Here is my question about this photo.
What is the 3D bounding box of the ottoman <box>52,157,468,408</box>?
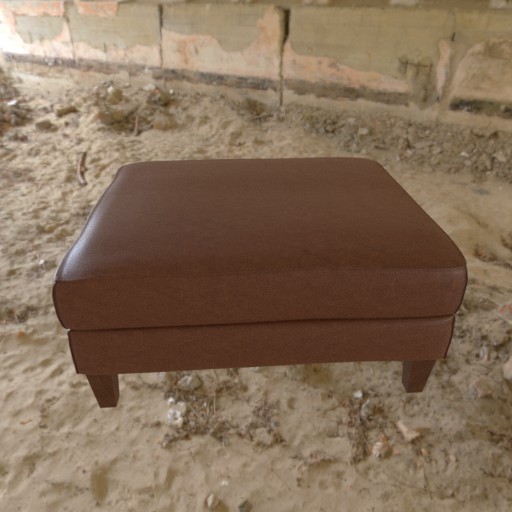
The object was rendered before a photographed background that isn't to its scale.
[{"bbox_3d":[0.000,0.000,1.442,0.987,0.472,0.836,-2,30,-3],"label":"ottoman"}]
